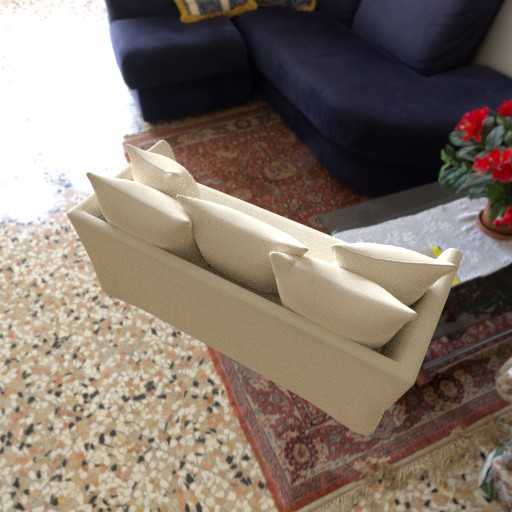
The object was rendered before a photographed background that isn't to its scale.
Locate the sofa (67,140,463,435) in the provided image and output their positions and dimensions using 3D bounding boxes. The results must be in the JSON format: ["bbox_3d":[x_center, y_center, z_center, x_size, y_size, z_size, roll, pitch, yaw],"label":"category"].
[{"bbox_3d":[0.000,0.000,2.894,2.290,1.034,1.031,24,53,20],"label":"sofa"}]
